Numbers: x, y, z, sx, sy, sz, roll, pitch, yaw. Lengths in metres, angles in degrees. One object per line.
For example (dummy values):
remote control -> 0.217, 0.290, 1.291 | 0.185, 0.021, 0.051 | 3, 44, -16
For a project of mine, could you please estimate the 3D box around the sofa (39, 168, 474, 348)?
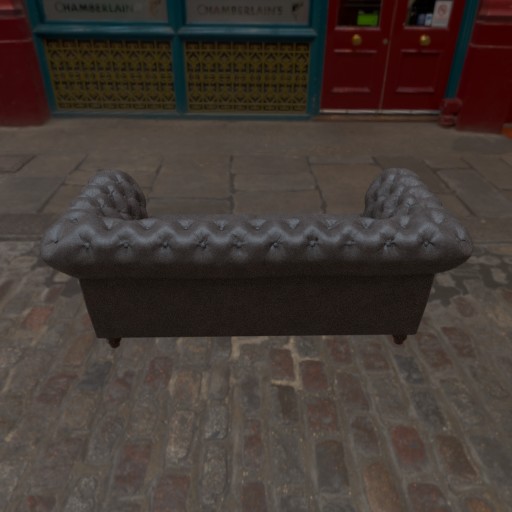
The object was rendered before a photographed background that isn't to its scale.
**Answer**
sofa -> 0.000, 0.000, 2.519 | 2.048, 0.779, 0.944 | -1, 30, -1
